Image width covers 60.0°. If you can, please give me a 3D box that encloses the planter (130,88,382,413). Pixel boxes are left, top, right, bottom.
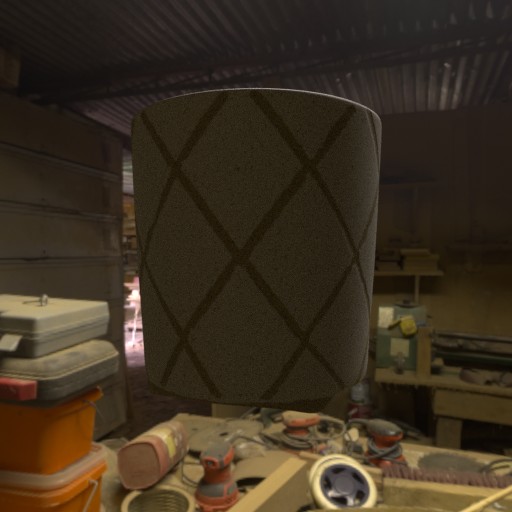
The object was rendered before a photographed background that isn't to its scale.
[{"bbox_3d":[0.000,0.000,0.419,0.228,0.235,0.228,0,1,0],"label":"planter"}]
